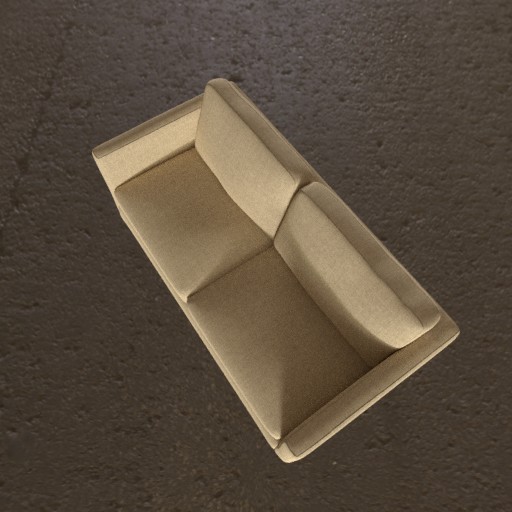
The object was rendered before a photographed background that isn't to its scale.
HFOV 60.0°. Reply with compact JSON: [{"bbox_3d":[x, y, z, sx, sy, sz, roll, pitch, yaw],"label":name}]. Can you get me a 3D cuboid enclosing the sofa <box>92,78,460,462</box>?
[{"bbox_3d":[0.000,0.000,2.413,0.950,0.963,1.884,-32,68,-14],"label":"sofa"}]
